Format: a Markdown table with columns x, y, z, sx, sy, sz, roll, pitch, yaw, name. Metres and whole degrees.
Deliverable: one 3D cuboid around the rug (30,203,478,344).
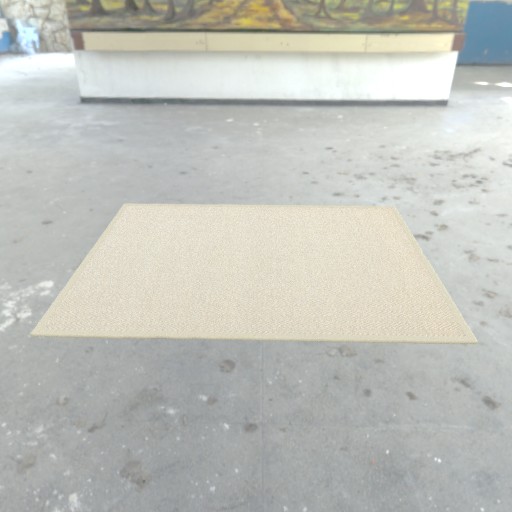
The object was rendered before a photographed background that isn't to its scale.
| x | y | z | sx | sy | sz | roll | pitch | yaw | name |
| --- | --- | --- | --- | --- | --- | --- | --- | --- | --- |
| 0.000 | 0.000 | 4.784 | 3.659 | 0.037 | 2.734 | 1 | 30 | 1 | rug |
